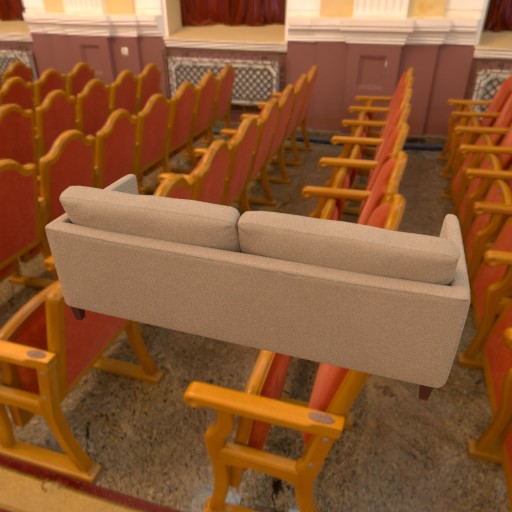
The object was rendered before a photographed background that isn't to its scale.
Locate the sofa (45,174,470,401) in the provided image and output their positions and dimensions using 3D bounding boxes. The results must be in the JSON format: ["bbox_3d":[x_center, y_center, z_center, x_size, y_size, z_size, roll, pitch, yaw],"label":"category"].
[{"bbox_3d":[0.000,0.000,2.850,2.404,0.912,0.988,9,32,15],"label":"sofa"}]
